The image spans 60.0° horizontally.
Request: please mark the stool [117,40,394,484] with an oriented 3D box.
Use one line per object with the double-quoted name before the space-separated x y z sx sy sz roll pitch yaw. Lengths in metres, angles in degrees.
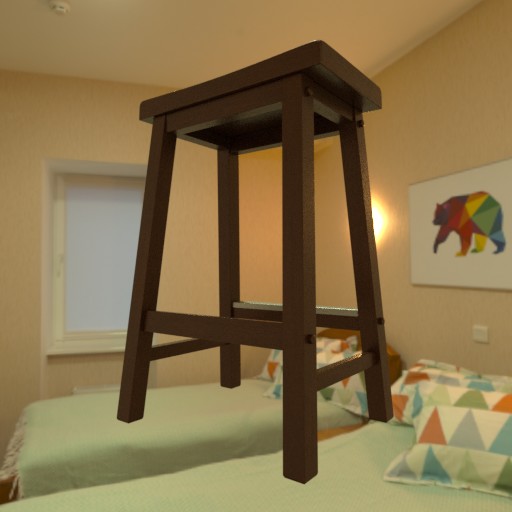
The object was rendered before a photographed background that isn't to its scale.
"stool" 0.000 0.000 0.835 0.406 0.610 0.322 -1 -2 37
